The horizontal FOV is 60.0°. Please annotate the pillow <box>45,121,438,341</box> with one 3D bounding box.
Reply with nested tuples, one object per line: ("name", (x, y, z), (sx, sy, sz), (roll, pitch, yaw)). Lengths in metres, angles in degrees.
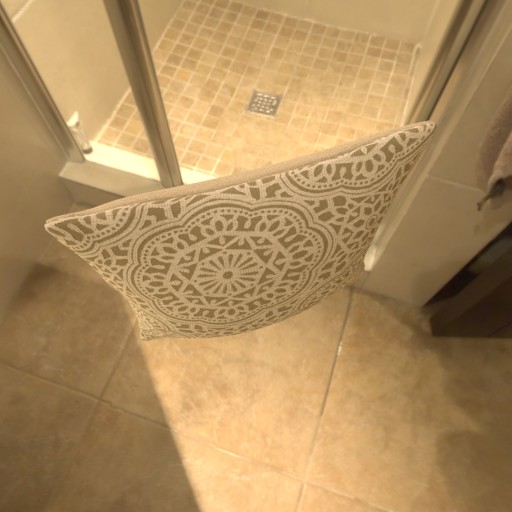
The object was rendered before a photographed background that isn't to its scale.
("pillow", (0.000, 0.000, 0.649), (0.438, 0.421, 0.167), (-16, 65, -8))
